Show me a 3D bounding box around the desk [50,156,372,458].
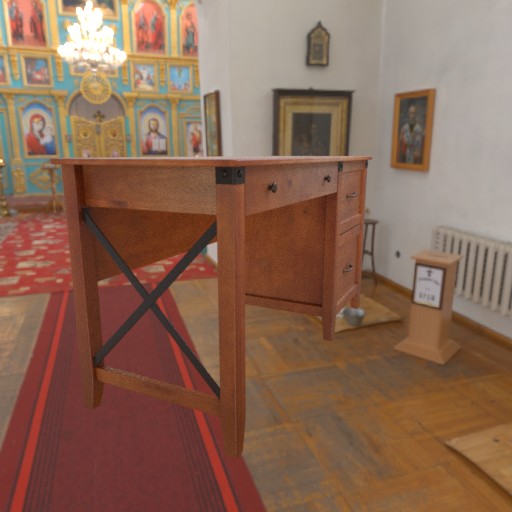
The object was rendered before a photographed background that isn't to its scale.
[{"bbox_3d":[0.000,0.000,1.733,0.574,0.756,1.353,6,14,26],"label":"desk"}]
